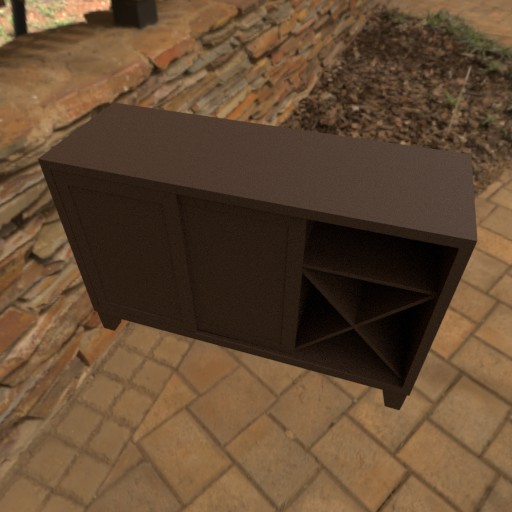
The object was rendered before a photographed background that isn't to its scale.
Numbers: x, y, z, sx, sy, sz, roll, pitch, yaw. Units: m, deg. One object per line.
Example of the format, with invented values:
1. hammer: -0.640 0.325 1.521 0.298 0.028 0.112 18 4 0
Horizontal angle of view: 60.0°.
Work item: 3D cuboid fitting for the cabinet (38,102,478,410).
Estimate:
1. cabinet: 0.000 0.000 1.817 1.396 0.914 0.482 12 44 13
